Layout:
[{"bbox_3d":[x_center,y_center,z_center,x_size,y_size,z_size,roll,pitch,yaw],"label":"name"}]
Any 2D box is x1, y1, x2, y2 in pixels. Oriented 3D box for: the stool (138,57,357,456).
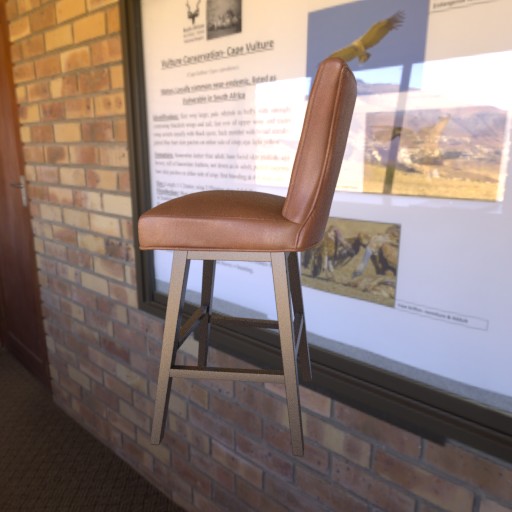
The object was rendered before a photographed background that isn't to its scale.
[{"bbox_3d":[0.000,0.000,1.433,0.585,1.094,0.522,2,14,10],"label":"stool"}]
